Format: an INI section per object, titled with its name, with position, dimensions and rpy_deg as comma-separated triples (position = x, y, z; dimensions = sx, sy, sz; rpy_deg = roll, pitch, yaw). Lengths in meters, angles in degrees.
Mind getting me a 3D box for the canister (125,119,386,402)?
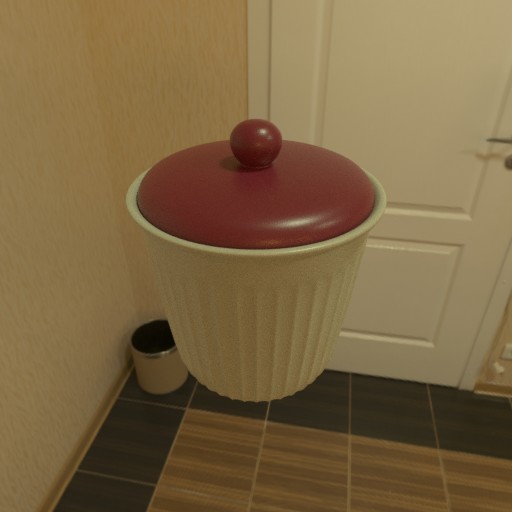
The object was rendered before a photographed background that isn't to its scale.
[canister]
position = 0.000, 0.000, 0.348
dimensions = 0.181, 0.211, 0.181
rpy_deg = 0, 33, 0
